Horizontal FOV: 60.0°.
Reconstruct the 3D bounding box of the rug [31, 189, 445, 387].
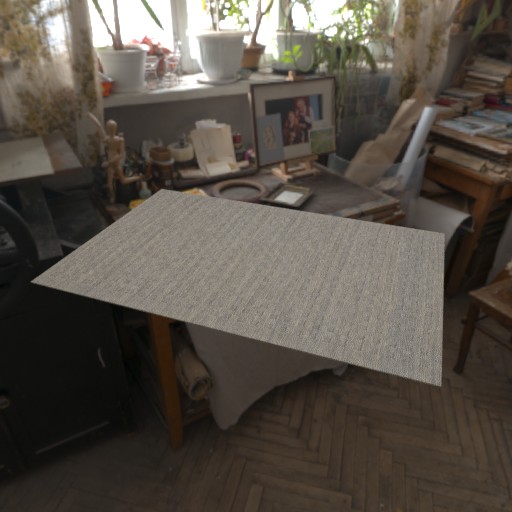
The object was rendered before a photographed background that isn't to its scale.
[{"bbox_3d":[0.000,0.000,2.203,1.752,0.006,1.142,11,33,17],"label":"rug"}]
